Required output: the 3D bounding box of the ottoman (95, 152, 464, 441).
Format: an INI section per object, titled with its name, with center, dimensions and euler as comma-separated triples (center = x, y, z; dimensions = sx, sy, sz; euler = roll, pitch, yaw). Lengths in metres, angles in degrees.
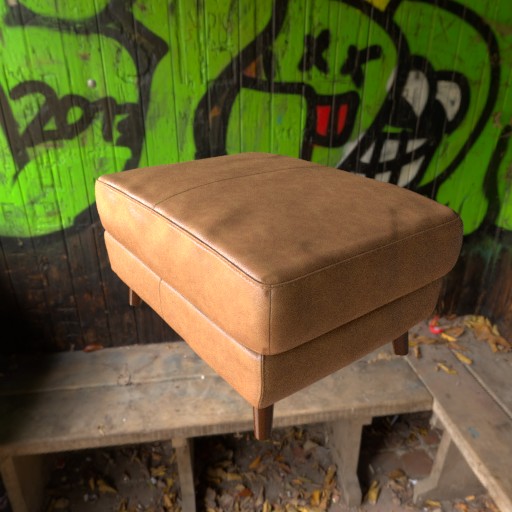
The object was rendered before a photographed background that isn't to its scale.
[ottoman]
center = 0.000, 0.000, 1.226
dimensions = 0.630, 0.461, 0.869
euler = -18, 30, -33
